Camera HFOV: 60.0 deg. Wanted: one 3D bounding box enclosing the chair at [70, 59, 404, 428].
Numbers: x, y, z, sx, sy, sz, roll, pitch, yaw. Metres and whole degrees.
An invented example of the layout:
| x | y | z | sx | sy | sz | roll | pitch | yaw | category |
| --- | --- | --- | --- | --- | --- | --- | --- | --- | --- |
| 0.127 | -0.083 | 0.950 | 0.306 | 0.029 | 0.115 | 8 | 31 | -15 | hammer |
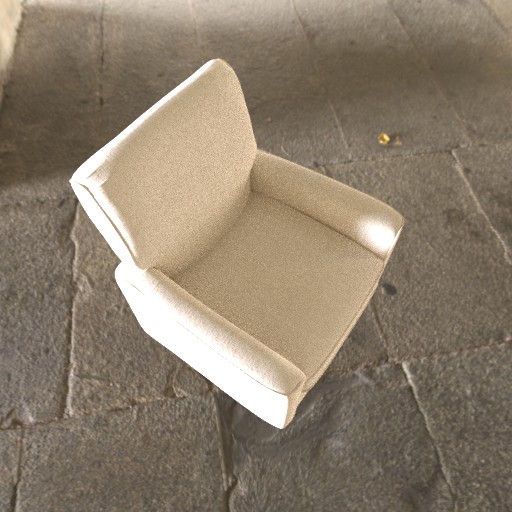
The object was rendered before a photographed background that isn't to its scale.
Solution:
| x | y | z | sx | sy | sz | roll | pitch | yaw | category |
| --- | --- | --- | --- | --- | --- | --- | --- | --- | --- |
| 0.000 | 0.000 | 1.666 | 0.858 | 1.028 | 0.841 | 31 | 64 | 17 | chair |
